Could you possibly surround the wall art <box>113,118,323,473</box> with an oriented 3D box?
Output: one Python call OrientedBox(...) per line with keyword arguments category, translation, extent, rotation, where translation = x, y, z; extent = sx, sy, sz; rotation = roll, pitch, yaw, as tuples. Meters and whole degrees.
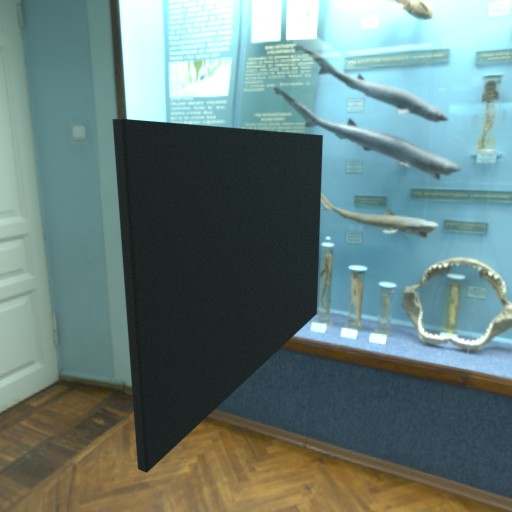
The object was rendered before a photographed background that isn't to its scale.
OrientedBox(category="wall art", translation=(0.000, 0.000, 1.199), extent=(0.026, 0.656, 0.958), rotation=(7, 15, 27))
